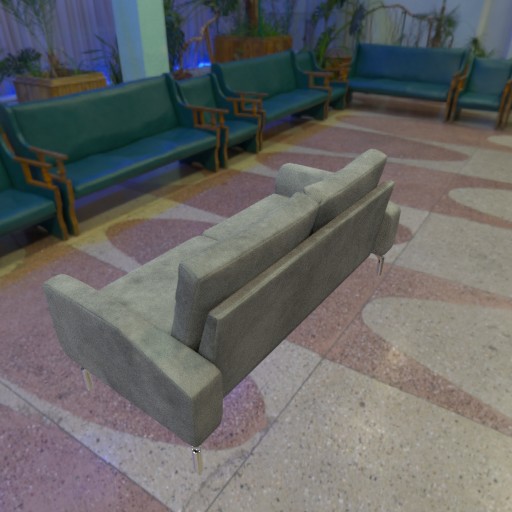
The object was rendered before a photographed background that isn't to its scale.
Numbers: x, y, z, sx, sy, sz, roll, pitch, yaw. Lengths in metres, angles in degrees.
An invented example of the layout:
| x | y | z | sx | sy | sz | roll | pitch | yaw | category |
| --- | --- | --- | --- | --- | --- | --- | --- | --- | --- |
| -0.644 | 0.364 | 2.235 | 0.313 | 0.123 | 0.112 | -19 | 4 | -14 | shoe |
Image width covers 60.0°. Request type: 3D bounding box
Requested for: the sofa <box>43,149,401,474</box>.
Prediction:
| x | y | z | sx | sy | sz | roll | pitch | yaw | category |
| --- | --- | --- | --- | --- | --- | --- | --- | --- | --- |
| 0.000 | 0.000 | 2.299 | 0.849 | 0.859 | 1.837 | 21 | 37 | 31 | sofa |
